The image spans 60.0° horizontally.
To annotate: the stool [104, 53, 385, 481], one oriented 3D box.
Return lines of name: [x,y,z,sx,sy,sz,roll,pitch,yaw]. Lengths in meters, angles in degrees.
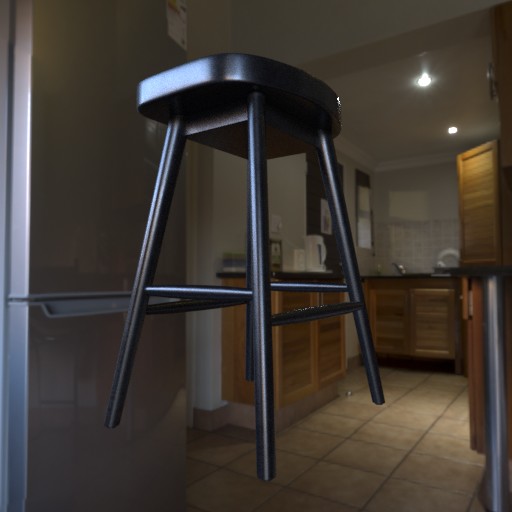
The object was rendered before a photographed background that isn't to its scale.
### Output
stool: [0.000,0.000,0.869,0.361,0.615,0.440,-1,-2,36]
